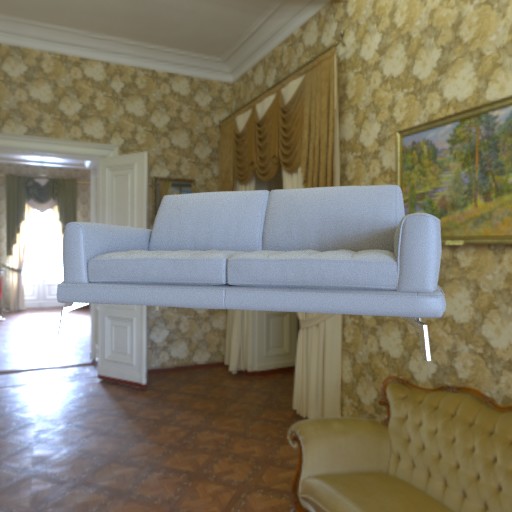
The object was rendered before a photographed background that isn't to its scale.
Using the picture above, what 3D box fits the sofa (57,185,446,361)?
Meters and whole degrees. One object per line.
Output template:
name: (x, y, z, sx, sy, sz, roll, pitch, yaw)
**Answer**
sofa: (0.000, 0.000, 2.800, 2.177, 0.930, 1.121, 0, 1, 18)
